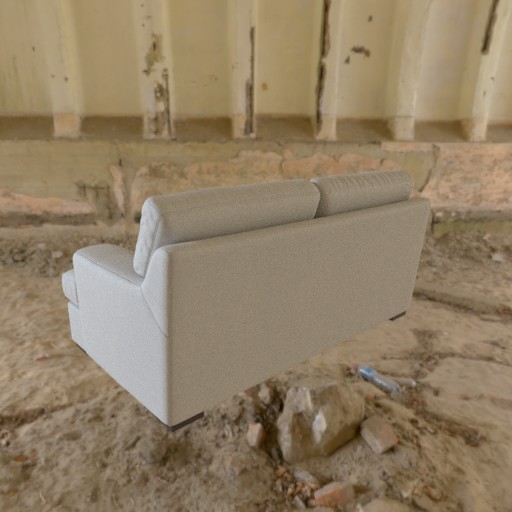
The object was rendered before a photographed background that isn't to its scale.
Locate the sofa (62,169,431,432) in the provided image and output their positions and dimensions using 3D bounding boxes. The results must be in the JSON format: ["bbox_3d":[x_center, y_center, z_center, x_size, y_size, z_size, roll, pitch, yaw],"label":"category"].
[{"bbox_3d":[0.000,0.000,2.528,1.880,0.940,1.143,-14,21,-40],"label":"sofa"}]
